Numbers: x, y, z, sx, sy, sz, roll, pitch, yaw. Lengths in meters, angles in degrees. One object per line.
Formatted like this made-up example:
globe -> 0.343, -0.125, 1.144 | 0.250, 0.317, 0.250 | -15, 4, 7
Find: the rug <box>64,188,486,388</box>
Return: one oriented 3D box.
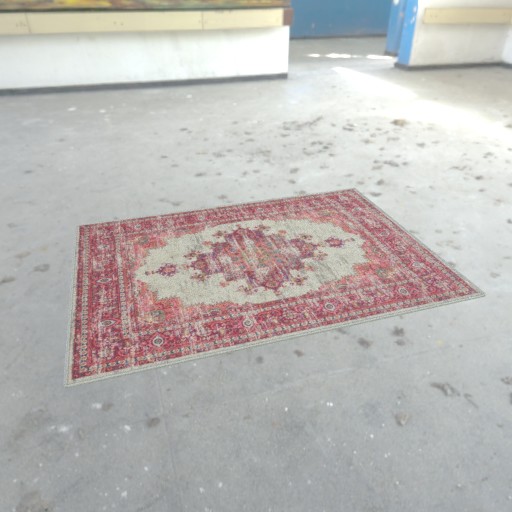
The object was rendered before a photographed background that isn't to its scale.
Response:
rug -> 0.000, 0.000, 2.216 | 1.747, 0.011, 1.217 | -9, 33, -15
